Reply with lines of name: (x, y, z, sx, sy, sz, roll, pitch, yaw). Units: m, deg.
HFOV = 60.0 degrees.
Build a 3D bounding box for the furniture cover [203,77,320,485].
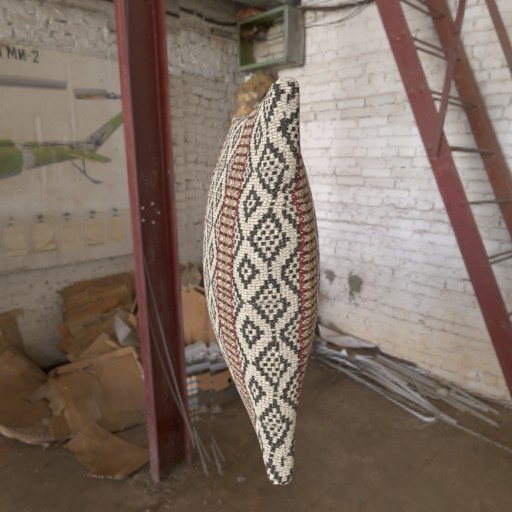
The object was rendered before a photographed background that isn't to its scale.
furniture cover: (0.000, 0.000, 0.764, 0.182, 0.506, 0.503, -2, 13, -7)
